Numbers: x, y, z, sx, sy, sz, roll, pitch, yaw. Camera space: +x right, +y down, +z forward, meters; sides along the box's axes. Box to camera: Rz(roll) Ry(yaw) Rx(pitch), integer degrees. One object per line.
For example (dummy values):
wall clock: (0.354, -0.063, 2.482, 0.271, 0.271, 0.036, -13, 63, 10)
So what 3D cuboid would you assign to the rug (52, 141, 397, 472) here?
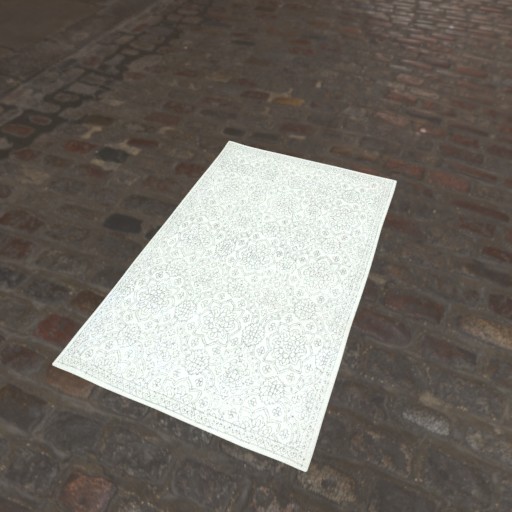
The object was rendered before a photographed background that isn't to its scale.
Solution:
rug: (0.000, 0.000, 3.074, 1.518, 0.023, 2.434, 17, 50, 15)
